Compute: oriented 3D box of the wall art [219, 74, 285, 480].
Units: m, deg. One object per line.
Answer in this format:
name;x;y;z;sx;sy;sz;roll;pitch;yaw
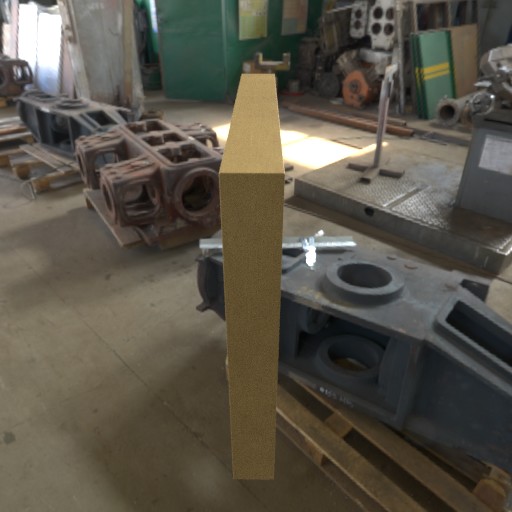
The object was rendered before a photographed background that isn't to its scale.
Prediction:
wall art;0.000;0.000;0.464;0.038;0.305;0.305;0;32;1
